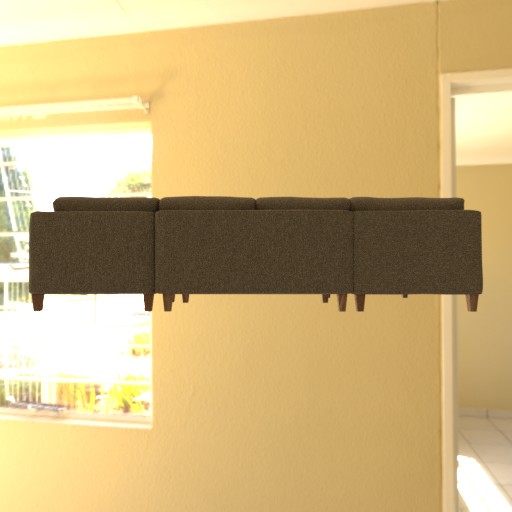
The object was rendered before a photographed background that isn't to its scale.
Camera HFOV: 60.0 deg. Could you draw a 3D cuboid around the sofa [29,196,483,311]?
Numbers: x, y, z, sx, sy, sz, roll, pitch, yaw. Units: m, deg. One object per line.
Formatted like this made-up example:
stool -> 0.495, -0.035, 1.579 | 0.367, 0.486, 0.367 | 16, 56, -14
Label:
sofa -> 0.000, 0.000, 4.362 | 3.238, 0.853, 2.551 | 0, -2, 0
